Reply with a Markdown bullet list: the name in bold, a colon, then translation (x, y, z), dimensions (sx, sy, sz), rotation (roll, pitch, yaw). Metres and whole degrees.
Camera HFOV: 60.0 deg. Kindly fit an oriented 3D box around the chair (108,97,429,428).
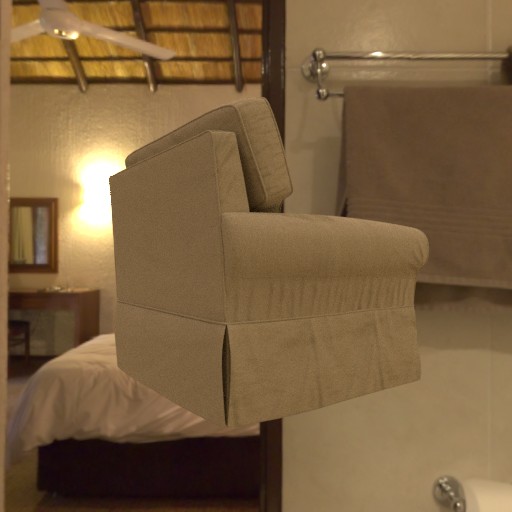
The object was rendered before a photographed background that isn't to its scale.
- **chair**: translation (0.000, 0.000, 1.918), dimensions (0.988, 1.017, 1.135), rotation (0, -1, -36)
